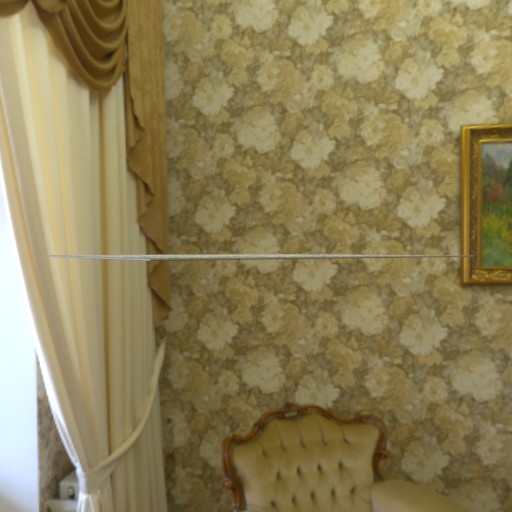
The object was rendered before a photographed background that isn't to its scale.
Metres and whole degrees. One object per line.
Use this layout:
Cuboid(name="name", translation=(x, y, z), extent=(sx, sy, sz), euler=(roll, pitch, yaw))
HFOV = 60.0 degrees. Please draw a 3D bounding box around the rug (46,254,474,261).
Cuboid(name="rug", translation=(0.000, 0.000, 3.925), extent=(2.980, 0.012, 2.363), euler=(0, 1, -36))
